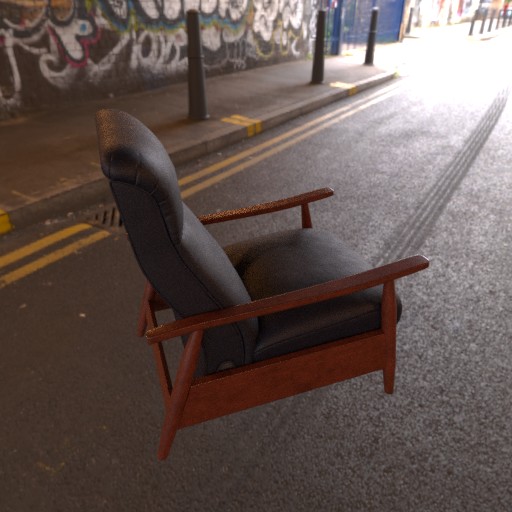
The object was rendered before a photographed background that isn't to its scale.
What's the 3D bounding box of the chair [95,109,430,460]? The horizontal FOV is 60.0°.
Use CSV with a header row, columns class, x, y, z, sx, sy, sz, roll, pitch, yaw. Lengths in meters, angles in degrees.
class,x,y,z,sx,sy,sz,roll,pitch,yaw
chair,0.000,0.000,1.729,1.014,1.082,0.762,-10,31,-16
